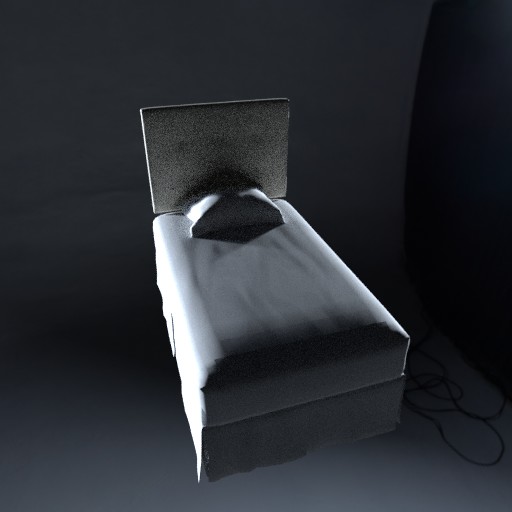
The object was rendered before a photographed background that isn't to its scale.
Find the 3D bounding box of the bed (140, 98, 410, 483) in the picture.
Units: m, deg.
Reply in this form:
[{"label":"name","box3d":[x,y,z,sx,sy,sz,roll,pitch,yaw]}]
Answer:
[{"label":"bed","box3d":[0.000,0.000,2.946,1.261,1.571,1.997,-9,33,-15]}]
